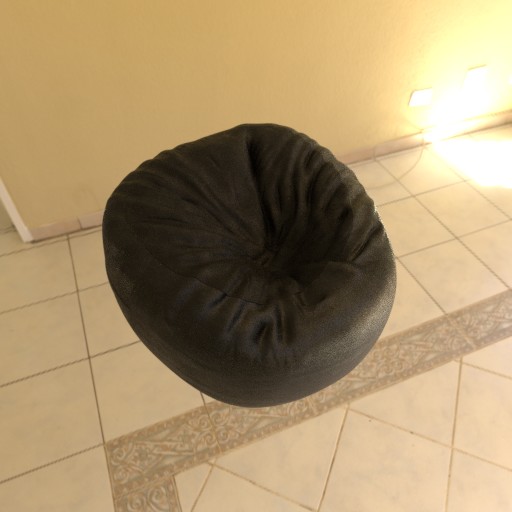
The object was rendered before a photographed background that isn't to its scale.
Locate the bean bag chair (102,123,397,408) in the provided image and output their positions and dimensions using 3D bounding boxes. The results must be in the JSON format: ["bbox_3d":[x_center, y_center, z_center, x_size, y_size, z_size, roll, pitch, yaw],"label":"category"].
[{"bbox_3d":[0.000,0.000,2.452,1.524,0.878,1.524,-24,51,-21],"label":"bean bag chair"}]
